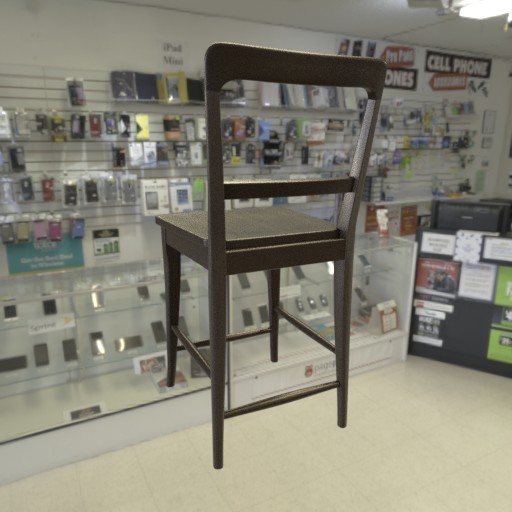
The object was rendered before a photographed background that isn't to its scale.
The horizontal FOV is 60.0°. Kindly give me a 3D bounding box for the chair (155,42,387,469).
[{"bbox_3d":[0.000,0.000,1.253,0.450,0.991,0.546,-7,16,-25],"label":"chair"}]
